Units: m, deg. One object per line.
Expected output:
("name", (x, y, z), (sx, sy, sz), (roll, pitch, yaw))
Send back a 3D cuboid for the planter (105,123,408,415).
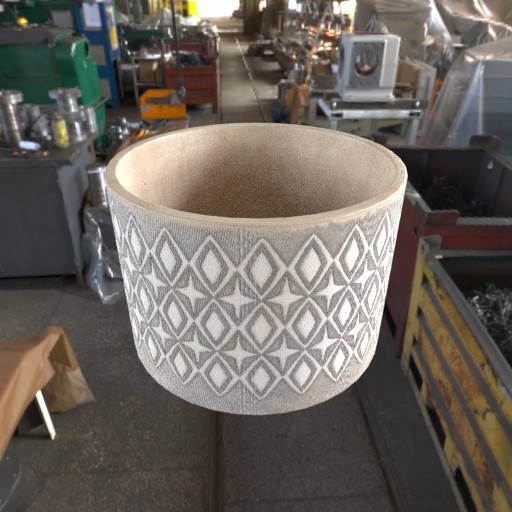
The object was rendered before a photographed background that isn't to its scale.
("planter", (0.000, 0.000, 0.282), (0.164, 0.127, 0.164), (0, 31, 0))
